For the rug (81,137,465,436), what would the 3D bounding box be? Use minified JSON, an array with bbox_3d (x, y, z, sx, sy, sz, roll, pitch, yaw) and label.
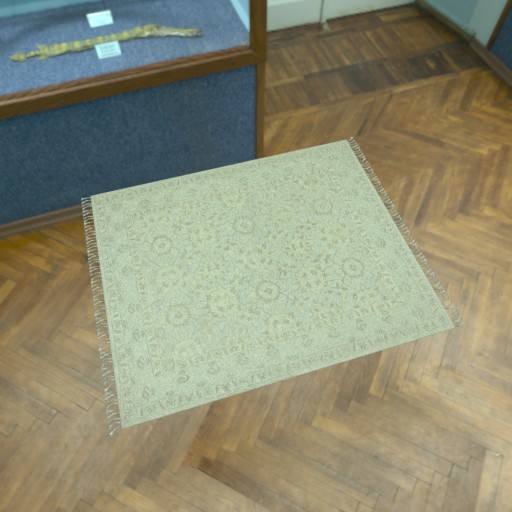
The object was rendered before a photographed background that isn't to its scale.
[{"bbox_3d":[0.000,0.000,4.185,3.043,0.013,2.444,-14,59,-9],"label":"rug"}]
